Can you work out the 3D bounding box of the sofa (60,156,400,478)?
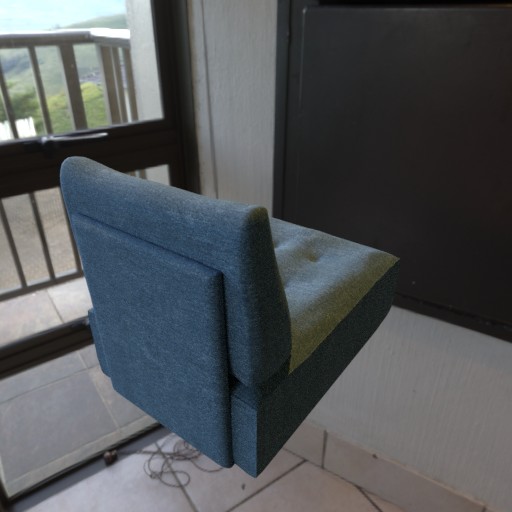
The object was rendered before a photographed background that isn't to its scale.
[{"bbox_3d":[0.000,0.000,1.541,0.700,0.820,1.000,20,35,31],"label":"sofa"}]
